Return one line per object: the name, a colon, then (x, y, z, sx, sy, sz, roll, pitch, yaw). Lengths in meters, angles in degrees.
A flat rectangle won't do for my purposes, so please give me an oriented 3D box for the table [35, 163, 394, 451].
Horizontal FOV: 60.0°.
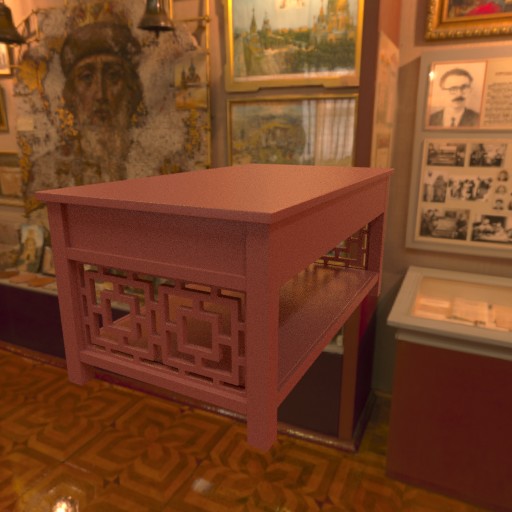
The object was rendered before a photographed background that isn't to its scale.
table: (0.000, 0.000, 1.404, 0.612, 0.493, 1.068, 8, 17, 26)
